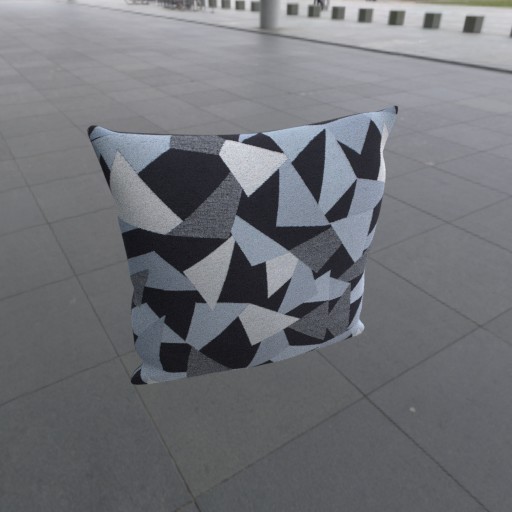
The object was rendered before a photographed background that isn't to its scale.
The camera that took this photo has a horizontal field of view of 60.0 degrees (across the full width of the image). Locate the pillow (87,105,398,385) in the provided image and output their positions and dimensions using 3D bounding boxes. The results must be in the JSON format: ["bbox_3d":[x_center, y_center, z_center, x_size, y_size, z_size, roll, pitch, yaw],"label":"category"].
[{"bbox_3d":[0.000,0.000,0.787,0.503,0.496,0.208,-10,33,-15],"label":"pillow"}]
